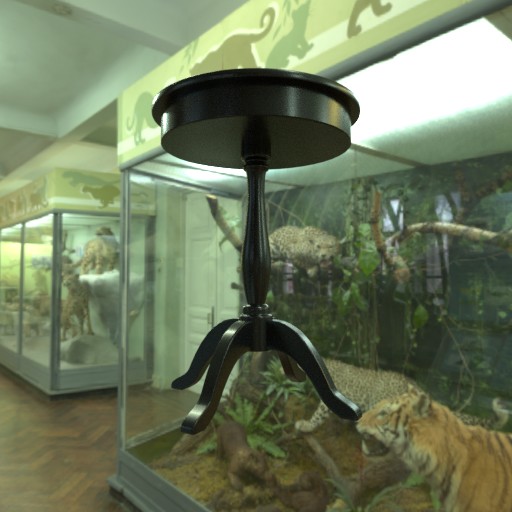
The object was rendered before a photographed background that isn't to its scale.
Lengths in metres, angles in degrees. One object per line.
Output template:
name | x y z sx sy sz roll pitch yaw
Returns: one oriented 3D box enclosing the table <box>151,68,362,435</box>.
table | 0.000 0.000 1.026 0.481 0.665 0.481 0 -2 0
